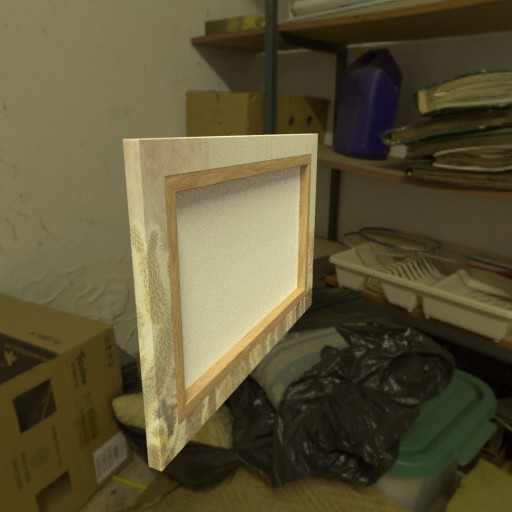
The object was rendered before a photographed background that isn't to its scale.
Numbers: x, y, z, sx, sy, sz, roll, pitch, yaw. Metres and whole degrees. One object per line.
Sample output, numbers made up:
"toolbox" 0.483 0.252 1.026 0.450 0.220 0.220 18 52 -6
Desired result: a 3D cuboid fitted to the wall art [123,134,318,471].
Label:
"wall art" 0.000 0.000 1.446 0.041 0.758 1.142 7 17 24
